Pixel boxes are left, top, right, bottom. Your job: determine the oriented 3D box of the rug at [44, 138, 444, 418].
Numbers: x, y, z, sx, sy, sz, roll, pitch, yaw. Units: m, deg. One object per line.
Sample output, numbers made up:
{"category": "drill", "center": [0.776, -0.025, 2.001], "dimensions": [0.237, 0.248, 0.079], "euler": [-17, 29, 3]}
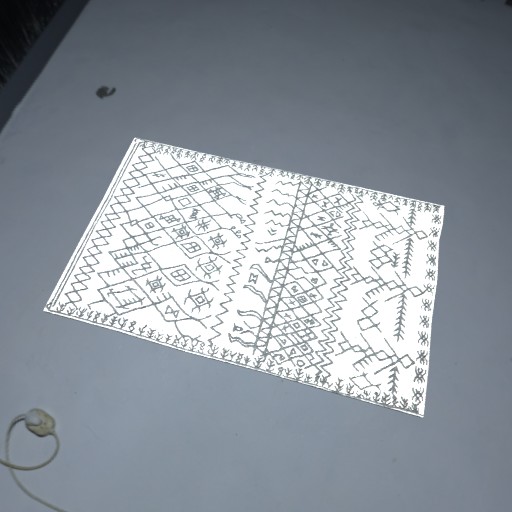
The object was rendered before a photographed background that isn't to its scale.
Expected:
{"category": "rug", "center": [0.000, 0.000, 3.064], "dimensions": [2.444, 0.012, 1.530], "euler": [14, 64, 7]}
